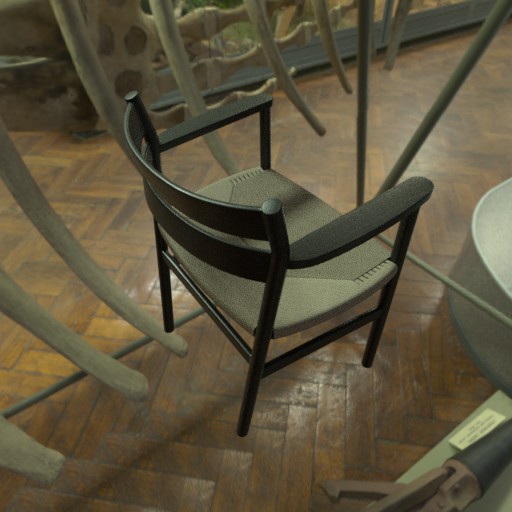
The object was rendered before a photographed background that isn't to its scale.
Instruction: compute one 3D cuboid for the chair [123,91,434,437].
[{"bbox_3d":[0.000,0.000,1.176,0.508,0.775,0.630,-25,48,-26],"label":"chair"}]
